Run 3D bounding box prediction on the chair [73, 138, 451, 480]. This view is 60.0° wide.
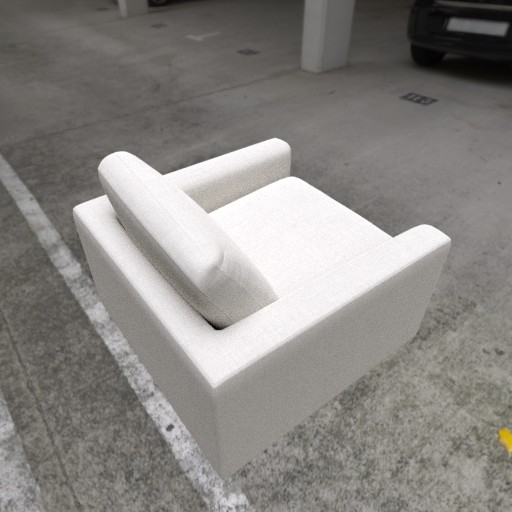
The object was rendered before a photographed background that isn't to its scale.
[{"bbox_3d":[0.000,0.000,1.851,1.100,0.876,1.070,-26,47,-27],"label":"chair"}]
